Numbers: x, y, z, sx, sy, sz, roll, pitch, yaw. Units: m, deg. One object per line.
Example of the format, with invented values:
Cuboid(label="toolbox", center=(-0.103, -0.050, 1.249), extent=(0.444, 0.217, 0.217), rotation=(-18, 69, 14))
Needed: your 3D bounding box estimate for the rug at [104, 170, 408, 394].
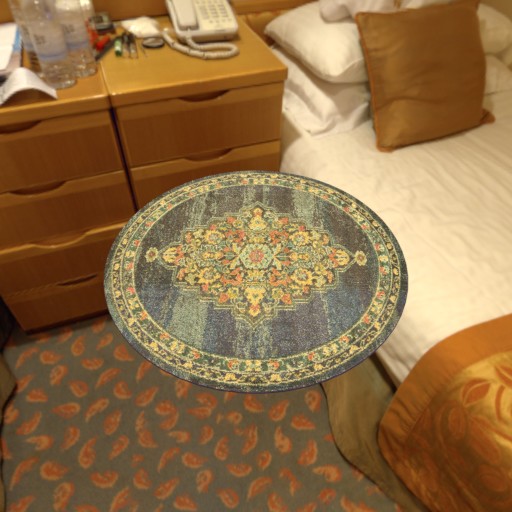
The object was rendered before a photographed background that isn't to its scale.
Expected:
Cuboid(label="rug", center=(0.000, 0.000, 3.568), extent=(2.386, 0.014, 2.386), rotation=(0, 45, 0))
